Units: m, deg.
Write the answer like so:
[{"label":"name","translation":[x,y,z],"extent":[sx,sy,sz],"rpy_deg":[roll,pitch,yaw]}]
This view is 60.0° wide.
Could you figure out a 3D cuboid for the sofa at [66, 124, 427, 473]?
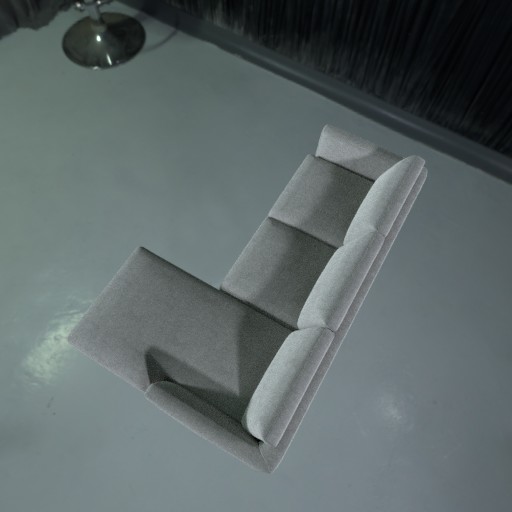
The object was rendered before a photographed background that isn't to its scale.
[{"label":"sofa","translation":[0.000,0.000,3.222],"extent":[1.626,0.864,2.438],"rpy_deg":[28,67,13]}]
